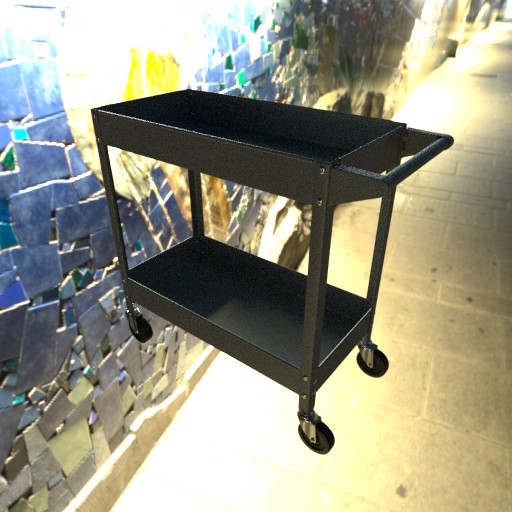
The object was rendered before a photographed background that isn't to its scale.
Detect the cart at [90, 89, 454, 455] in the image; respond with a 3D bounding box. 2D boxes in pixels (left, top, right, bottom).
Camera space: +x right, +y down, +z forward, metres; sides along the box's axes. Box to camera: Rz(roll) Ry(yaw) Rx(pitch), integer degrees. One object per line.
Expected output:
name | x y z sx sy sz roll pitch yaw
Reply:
cart | 0.000 0.000 1.175 0.779 0.719 0.366 21 37 32
